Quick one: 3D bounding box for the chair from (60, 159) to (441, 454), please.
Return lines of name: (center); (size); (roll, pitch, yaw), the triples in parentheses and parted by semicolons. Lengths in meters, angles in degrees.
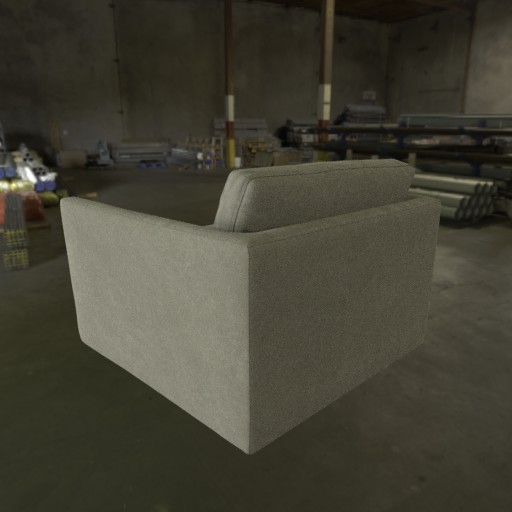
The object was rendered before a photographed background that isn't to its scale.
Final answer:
chair: (0.000, 0.000, 1.860); (1.190, 0.845, 1.091); (-15, 22, -41)
